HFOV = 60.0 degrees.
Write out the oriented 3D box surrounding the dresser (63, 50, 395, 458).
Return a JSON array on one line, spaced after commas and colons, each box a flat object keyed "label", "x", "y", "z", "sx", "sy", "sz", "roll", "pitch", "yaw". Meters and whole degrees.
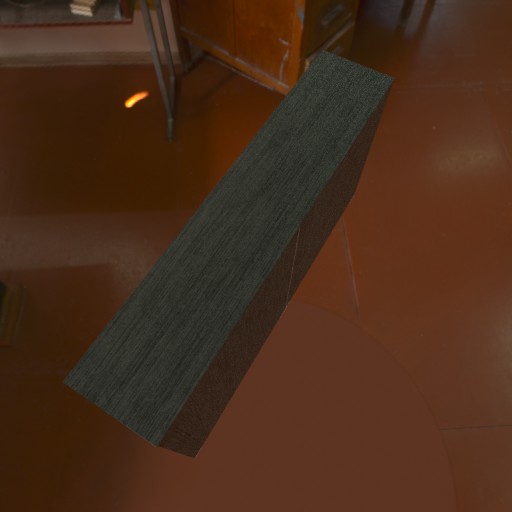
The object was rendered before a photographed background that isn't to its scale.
[{"label": "dresser", "x": 0.000, "y": 0.000, "z": 1.814, "sx": 0.333, "sy": 0.790, "sz": 1.535, "roll": 28, "pitch": 67, "yaw": 13}]
